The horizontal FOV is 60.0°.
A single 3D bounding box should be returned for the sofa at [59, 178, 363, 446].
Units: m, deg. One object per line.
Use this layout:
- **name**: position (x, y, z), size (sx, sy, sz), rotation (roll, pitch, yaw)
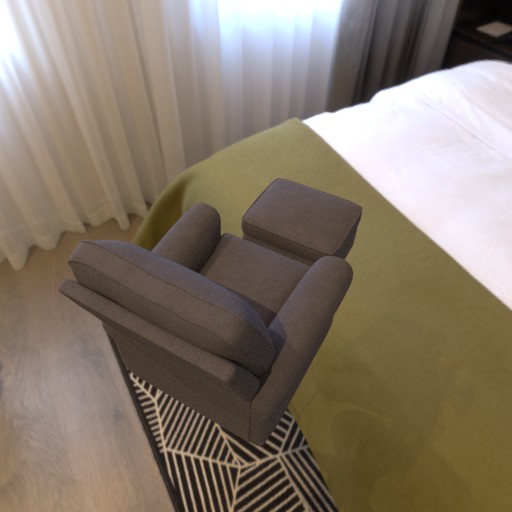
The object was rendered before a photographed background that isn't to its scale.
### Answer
- **sofa**: position (0.000, 0.000, 2.043), size (0.880, 0.959, 1.478), rotation (23, 51, 20)
